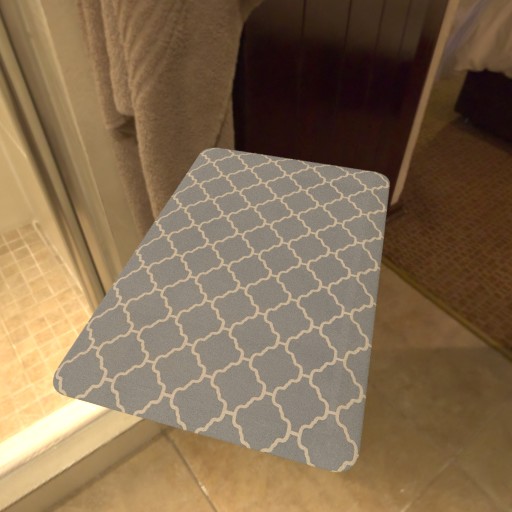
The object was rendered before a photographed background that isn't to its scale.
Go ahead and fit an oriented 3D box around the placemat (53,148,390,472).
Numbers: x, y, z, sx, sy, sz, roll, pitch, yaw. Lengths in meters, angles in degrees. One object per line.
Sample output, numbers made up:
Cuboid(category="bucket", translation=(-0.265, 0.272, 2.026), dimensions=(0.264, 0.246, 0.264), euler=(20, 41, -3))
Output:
Cuboid(category="placemat", translation=(0.000, 0.000, 0.927), dimensions=(0.508, 0.021, 0.762), euler=(11, 47, 11))
